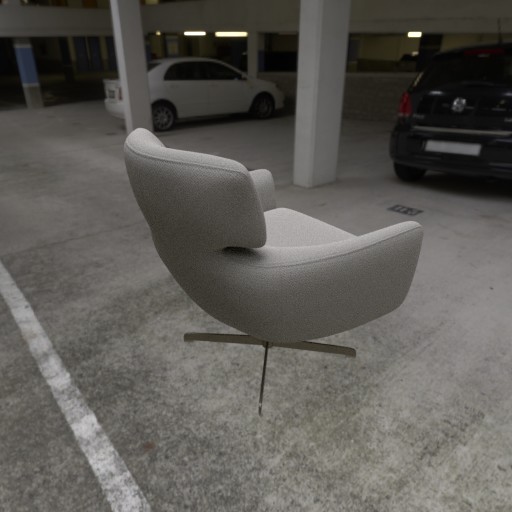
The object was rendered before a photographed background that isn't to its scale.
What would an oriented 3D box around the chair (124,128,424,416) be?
[{"bbox_3d":[0.000,0.000,1.430,0.730,0.810,0.760,-19,33,-33],"label":"chair"}]
